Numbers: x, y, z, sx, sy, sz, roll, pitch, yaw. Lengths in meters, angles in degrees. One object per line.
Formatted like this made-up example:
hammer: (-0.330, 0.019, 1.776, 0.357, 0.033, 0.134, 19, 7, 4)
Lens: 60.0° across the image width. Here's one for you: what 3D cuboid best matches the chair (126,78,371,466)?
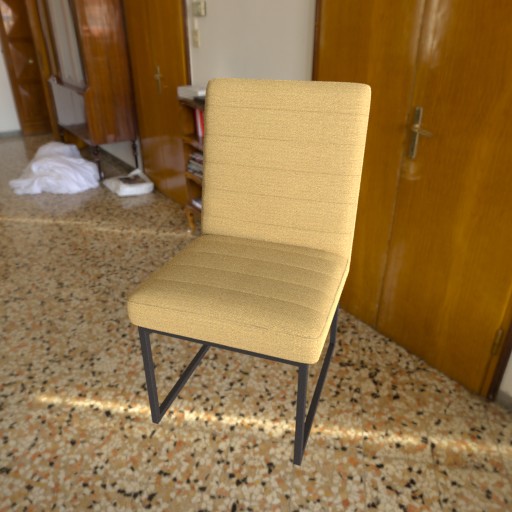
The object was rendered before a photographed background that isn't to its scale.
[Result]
chair: (0.000, 0.000, 1.320, 0.520, 0.930, 0.634, 9, 29, 17)
